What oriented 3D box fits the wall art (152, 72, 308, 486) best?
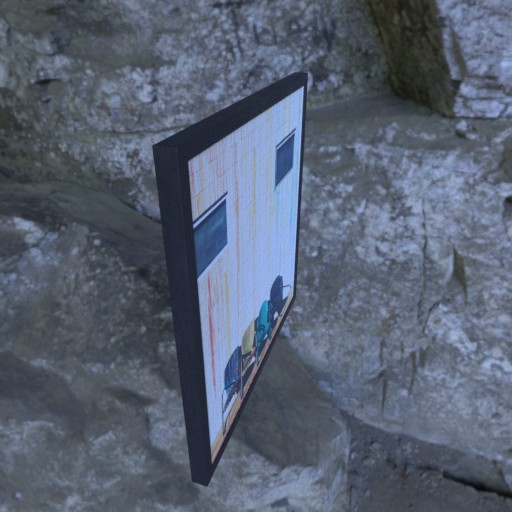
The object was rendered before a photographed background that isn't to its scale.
[{"bbox_3d":[0.000,0.000,1.111,0.039,0.763,0.763,10,31,17],"label":"wall art"}]
